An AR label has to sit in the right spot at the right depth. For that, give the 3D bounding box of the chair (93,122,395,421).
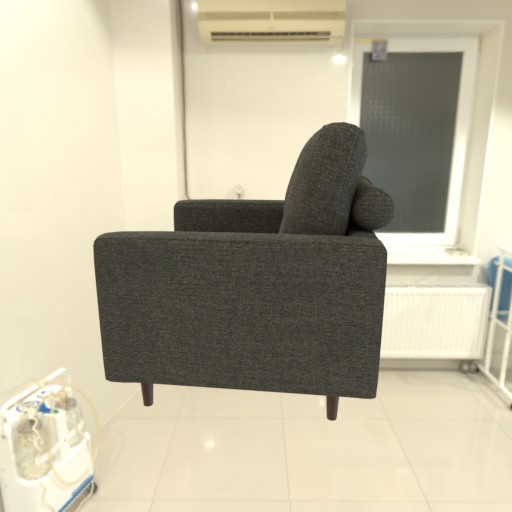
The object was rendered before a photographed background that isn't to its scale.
[{"bbox_3d":[0.000,0.000,1.561,0.843,0.880,0.821,2,15,7],"label":"chair"}]
